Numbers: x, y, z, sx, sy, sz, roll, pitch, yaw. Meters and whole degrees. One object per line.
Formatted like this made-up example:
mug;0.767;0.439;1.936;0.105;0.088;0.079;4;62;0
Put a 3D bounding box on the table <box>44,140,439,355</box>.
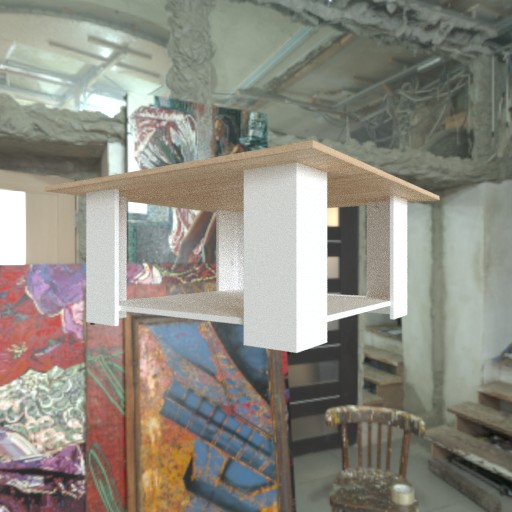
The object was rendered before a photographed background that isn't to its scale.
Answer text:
table;0.000;0.000;1.053;0.670;0.305;0.670;0;0;36
